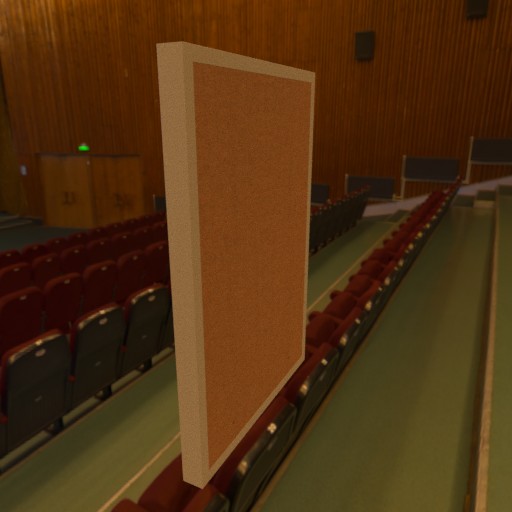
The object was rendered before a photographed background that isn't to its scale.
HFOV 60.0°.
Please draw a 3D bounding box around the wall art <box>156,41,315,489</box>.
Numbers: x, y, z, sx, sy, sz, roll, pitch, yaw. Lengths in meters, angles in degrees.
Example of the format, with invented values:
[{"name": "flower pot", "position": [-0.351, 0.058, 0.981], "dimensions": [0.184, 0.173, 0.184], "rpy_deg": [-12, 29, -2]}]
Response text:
[{"name": "wall art", "position": [0.000, 0.000, 0.531], "dimensions": [0.025, 0.428, 0.293], "rpy_deg": [9, 20, 26]}]
